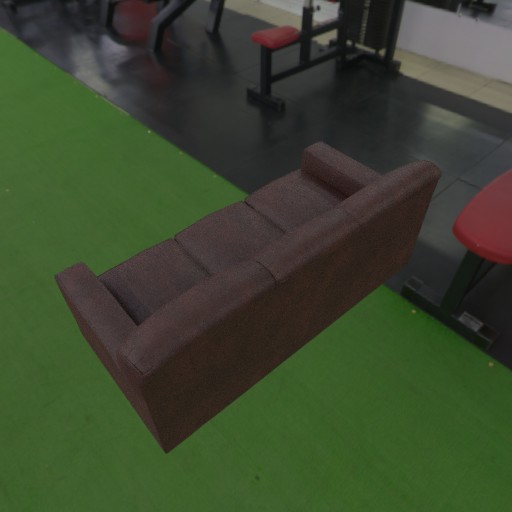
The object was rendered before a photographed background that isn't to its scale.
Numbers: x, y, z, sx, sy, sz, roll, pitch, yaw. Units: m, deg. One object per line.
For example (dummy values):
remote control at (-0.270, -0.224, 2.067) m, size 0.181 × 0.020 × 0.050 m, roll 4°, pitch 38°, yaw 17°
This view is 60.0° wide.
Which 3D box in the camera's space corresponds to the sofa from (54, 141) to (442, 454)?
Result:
sofa at (0.000, 0.000, 2.630) m, size 2.039 × 0.953 × 1.008 m, roll -32°, pitch 53°, yaw -27°
